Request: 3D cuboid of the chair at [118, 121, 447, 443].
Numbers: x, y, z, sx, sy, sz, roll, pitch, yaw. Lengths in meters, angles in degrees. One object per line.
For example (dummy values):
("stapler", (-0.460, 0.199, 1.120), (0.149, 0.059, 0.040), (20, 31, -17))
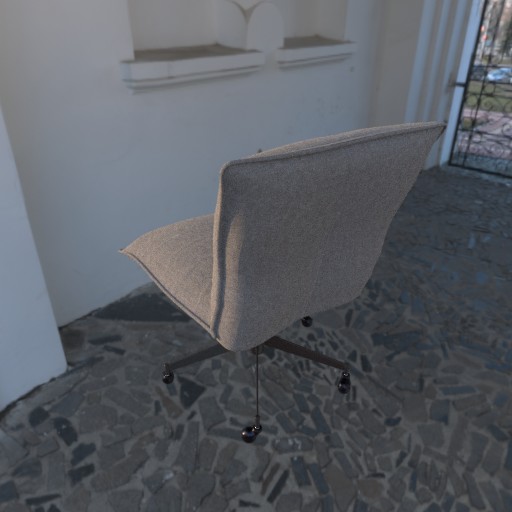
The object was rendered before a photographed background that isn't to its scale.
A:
("chair", (0.000, 0.000, 1.273), (0.597, 0.811, 0.696), (-19, 34, -30))
